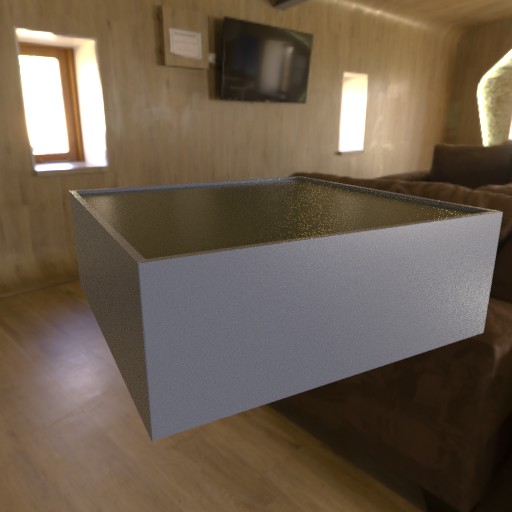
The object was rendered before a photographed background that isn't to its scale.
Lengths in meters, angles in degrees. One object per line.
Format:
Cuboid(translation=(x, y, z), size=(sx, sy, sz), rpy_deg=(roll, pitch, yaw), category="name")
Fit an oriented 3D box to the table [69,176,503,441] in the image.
Cuboid(translation=(0.000, 0.000, 1.172), size=(0.801, 0.299, 0.801), rpy_deg=(-9, 19, -27), category="table")
